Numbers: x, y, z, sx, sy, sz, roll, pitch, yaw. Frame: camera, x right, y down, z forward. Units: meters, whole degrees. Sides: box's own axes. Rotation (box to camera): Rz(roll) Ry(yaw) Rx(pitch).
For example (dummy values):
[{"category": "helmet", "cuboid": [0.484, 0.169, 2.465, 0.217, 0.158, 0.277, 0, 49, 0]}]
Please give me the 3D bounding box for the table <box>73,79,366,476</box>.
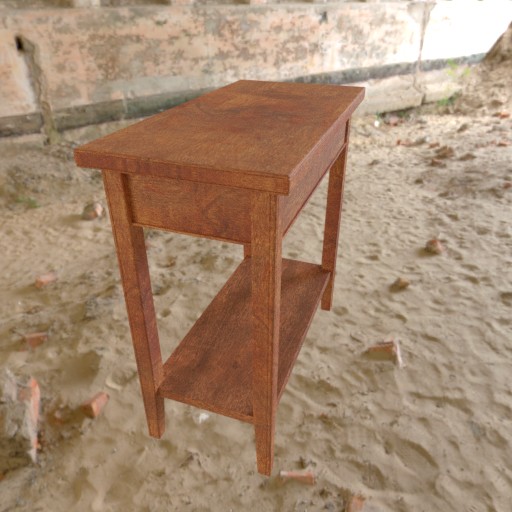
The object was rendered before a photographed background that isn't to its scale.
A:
[{"category": "table", "cuboid": [0.000, 0.000, 0.952, 0.305, 0.610, 0.610, 11, 32, 17]}]
